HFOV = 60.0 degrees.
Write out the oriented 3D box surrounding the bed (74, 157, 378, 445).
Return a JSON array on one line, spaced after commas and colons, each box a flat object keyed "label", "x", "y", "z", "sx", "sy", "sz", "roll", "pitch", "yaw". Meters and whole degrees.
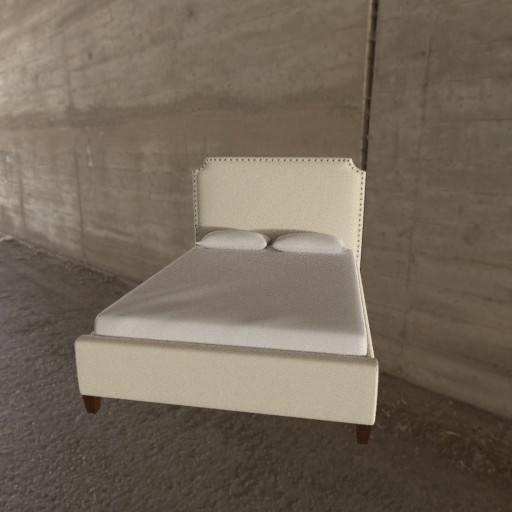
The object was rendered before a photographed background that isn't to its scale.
[{"label": "bed", "x": 0.000, "y": 0.000, "z": 3.425, "sx": 1.712, "sy": 1.443, "sz": 2.372, "roll": 2, "pitch": 14, "yaw": 10}]
